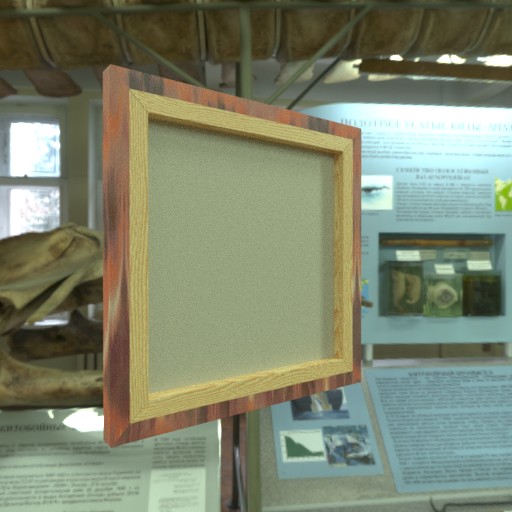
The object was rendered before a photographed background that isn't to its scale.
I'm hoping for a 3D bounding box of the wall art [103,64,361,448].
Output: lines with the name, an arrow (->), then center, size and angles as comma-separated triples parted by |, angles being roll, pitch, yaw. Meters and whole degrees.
wall art -> 0.000, 0.000, 0.897 | 0.603, 0.609, 0.037 | 0, 0, -37
